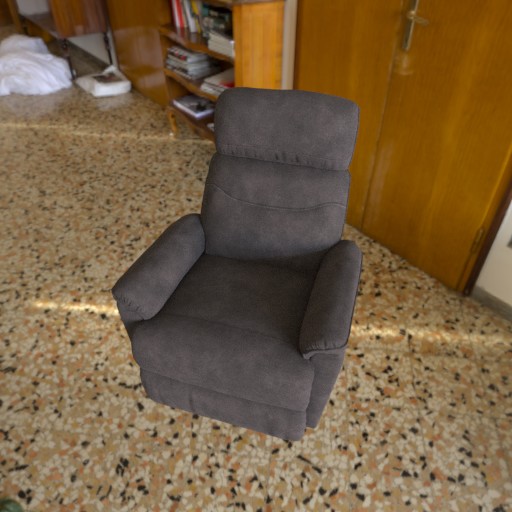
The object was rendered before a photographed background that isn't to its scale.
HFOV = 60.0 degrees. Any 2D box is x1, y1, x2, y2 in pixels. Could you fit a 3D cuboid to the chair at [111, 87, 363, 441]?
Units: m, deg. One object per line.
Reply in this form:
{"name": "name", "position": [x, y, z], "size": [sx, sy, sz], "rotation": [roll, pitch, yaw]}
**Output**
{"name": "chair", "position": [0.000, 0.000, 1.775], "size": [0.830, 1.035, 1.009], "rotation": [11, 41, 13]}
